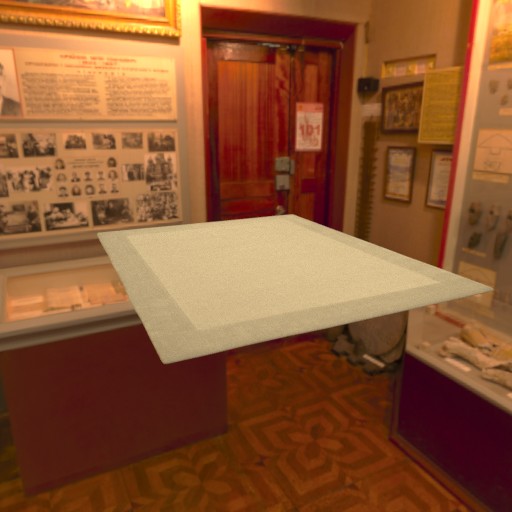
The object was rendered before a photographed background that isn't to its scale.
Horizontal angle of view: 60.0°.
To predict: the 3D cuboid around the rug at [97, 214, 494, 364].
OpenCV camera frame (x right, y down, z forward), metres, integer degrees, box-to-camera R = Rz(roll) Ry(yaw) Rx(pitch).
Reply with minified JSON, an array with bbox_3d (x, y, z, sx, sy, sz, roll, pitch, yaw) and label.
[{"bbox_3d":[0.000,0.000,3.998,2.430,0.018,2.976,-8,18,-24],"label":"rug"}]
